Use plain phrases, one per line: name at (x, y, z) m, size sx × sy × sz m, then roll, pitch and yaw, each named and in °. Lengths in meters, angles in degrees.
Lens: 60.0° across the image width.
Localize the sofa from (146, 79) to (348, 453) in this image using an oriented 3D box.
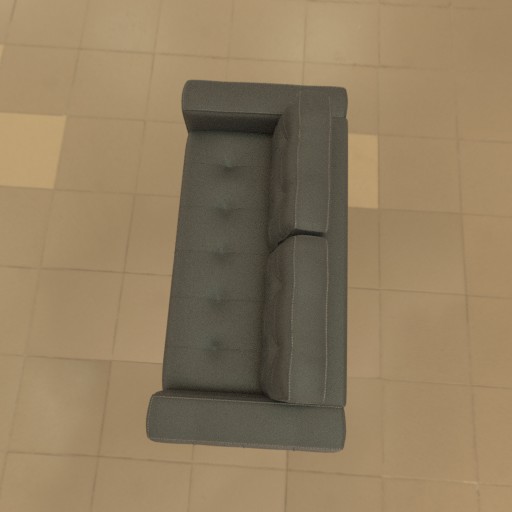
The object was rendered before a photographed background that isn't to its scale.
sofa at (0.000, 0.000, 2.186) m, size 0.833 × 0.893 × 1.726 m, roll 3°, pitch 76°, yaw 1°
